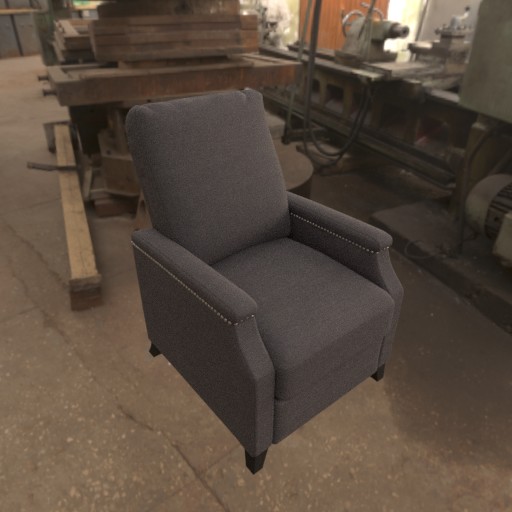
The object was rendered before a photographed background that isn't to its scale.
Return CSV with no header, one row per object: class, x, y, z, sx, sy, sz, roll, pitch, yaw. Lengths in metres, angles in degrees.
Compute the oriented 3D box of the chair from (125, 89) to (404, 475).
chair,0.000,0.000,1.659,0.710,1.049,0.922,-23,38,-32
